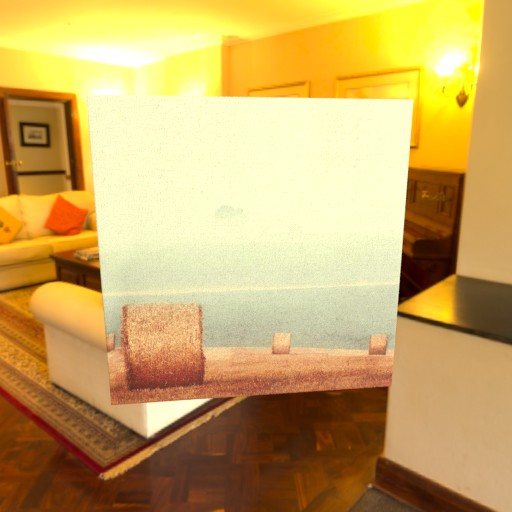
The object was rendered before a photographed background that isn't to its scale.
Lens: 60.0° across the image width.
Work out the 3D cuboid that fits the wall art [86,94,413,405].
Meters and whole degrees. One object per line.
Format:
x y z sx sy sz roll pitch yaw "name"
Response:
0.000 0.000 0.896 0.605 0.605 0.034 -2 13 -7 "wall art"
